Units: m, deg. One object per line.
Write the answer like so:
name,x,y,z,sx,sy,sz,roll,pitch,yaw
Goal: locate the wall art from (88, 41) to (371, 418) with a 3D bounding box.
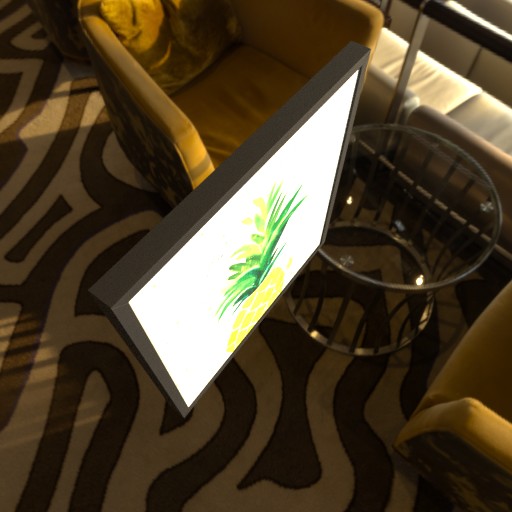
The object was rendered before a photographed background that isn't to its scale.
wall art,0.000,0.000,0.752,0.033,0.507,0.508,33,64,18
